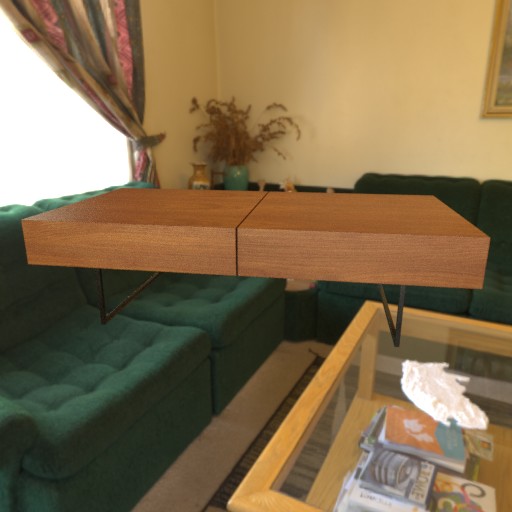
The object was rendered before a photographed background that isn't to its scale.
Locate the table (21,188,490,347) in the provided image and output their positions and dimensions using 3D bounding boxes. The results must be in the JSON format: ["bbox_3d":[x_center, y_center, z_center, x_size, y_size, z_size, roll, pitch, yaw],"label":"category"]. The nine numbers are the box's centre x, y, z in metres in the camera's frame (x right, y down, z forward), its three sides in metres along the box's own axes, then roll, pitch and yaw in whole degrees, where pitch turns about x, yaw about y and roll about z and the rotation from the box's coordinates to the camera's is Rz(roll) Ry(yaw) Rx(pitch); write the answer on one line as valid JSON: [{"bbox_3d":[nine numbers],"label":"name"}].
[{"bbox_3d":[0.000,0.000,1.449,1.194,0.330,0.610,3,17,9],"label":"table"}]
